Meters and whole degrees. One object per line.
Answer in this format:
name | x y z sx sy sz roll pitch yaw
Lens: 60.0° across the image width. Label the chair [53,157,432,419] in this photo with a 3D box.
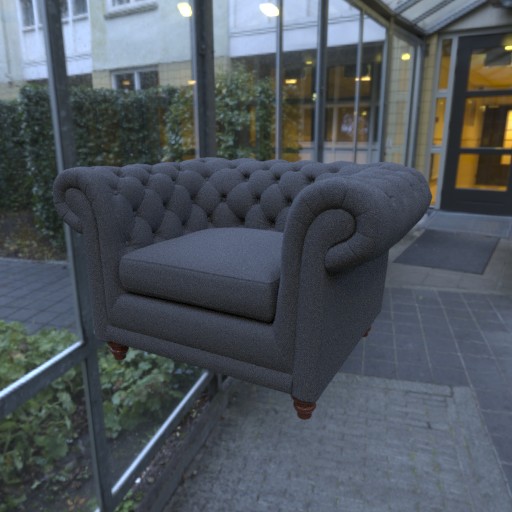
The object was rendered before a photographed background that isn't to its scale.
chair | 0.000 0.000 1.868 1.270 0.770 0.976 8 17 28
